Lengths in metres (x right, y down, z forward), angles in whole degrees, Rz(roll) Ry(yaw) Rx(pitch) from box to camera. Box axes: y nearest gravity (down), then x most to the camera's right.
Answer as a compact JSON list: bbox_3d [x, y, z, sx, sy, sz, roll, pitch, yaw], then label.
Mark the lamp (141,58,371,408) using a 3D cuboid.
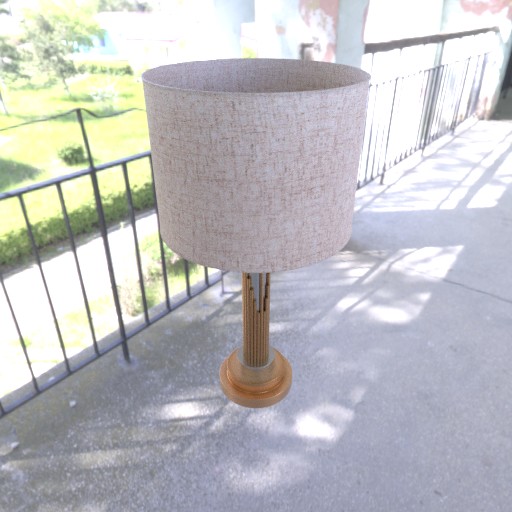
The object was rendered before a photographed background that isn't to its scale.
[{"bbox_3d":[0.000,0.000,0.788,0.321,0.610,0.321,22,37,33],"label":"lamp"}]
